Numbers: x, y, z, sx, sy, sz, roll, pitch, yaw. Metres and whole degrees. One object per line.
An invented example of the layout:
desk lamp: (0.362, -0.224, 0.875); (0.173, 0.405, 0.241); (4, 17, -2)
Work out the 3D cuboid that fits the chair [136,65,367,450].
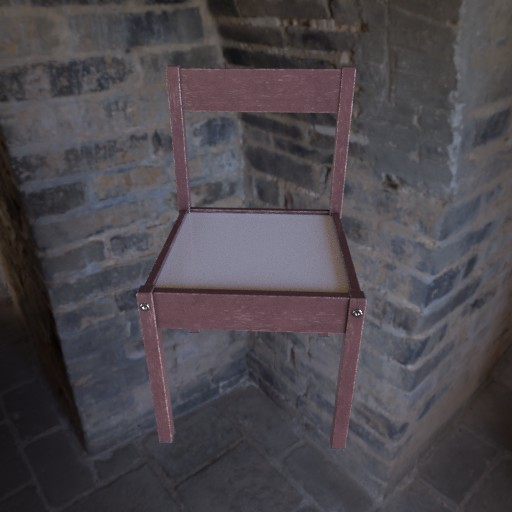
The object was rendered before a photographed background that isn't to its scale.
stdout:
chair: (0.000, 0.000, 0.673); (0.285, 0.505, 0.285); (1, 29, 2)
